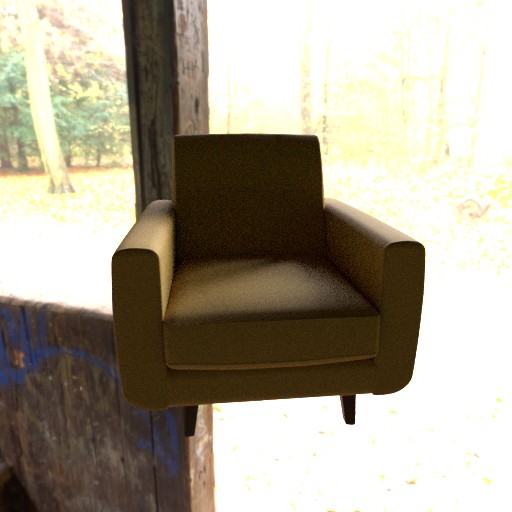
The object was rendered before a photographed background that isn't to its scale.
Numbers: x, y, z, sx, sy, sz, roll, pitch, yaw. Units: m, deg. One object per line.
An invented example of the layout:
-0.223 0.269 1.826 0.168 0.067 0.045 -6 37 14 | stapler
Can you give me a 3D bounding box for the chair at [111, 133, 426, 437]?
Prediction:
0.000 0.000 1.566 0.831 0.841 0.909 -2 15 -6 | chair
